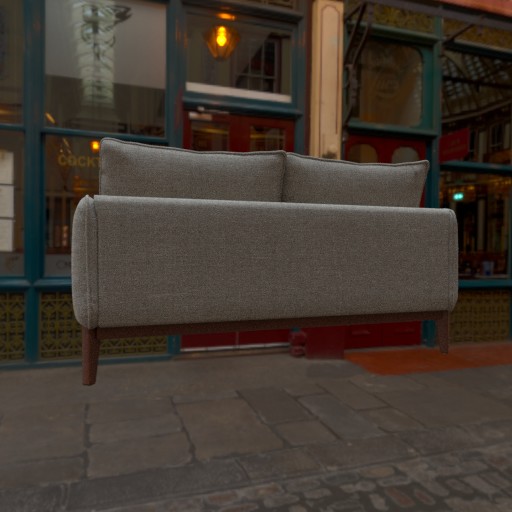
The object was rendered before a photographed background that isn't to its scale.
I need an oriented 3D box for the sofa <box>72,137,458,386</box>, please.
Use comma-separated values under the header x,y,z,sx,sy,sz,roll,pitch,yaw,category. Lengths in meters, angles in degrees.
x,y,z,sx,sy,sz,roll,pitch,yaw,category
0.000,0.000,2.104,1.580,0.851,0.972,0,0,-19,sofa
